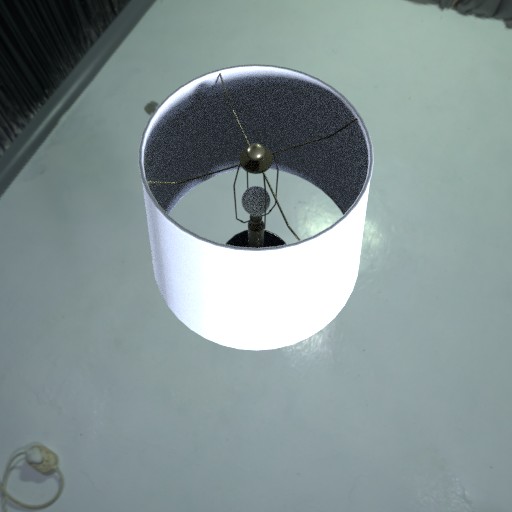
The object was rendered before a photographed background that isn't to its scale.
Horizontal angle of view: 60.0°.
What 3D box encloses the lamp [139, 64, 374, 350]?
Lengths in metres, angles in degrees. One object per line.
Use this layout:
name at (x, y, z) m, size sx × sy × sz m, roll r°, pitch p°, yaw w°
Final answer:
lamp at (0.000, 0.000, 0.535) m, size 0.239 × 0.399 × 0.239 m, roll 0°, pitch 64°, yaw 0°
